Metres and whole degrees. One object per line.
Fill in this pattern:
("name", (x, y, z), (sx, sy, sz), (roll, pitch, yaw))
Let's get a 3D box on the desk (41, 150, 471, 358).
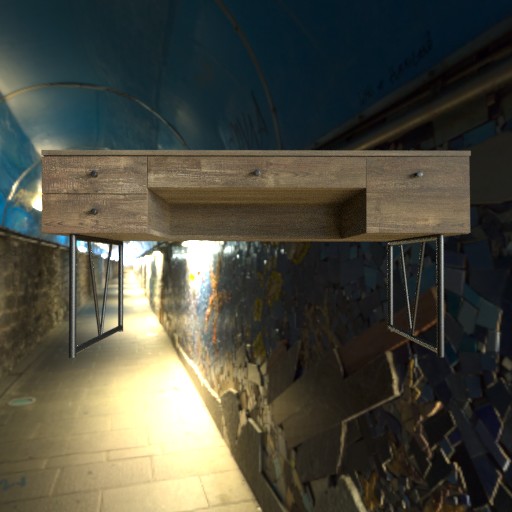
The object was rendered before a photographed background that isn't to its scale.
("desk", (0.000, 0.000, 1.993), (1.600, 0.780, 0.730), (0, -1, 0))
